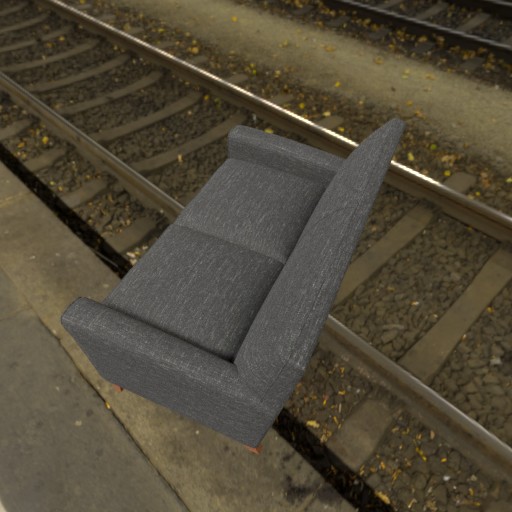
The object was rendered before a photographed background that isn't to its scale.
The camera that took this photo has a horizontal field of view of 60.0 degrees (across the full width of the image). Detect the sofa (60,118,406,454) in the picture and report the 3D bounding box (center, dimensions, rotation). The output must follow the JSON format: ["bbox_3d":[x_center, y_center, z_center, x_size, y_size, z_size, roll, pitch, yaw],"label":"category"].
[{"bbox_3d":[0.000,0.000,1.969,0.875,0.846,1.420,18,49,16],"label":"sofa"}]
